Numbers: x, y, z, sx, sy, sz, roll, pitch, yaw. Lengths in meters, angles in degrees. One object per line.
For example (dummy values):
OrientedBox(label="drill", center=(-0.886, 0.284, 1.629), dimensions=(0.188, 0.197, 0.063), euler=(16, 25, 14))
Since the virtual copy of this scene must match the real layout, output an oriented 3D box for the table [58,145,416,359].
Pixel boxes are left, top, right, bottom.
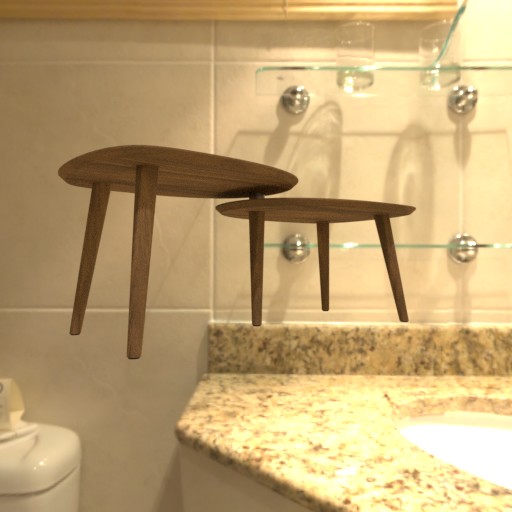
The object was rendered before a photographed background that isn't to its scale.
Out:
OrientedBox(label="table", center=(0.000, 0.000, 1.342), dimensions=(1.084, 0.429, 0.527), euler=(0, -1, -36))
